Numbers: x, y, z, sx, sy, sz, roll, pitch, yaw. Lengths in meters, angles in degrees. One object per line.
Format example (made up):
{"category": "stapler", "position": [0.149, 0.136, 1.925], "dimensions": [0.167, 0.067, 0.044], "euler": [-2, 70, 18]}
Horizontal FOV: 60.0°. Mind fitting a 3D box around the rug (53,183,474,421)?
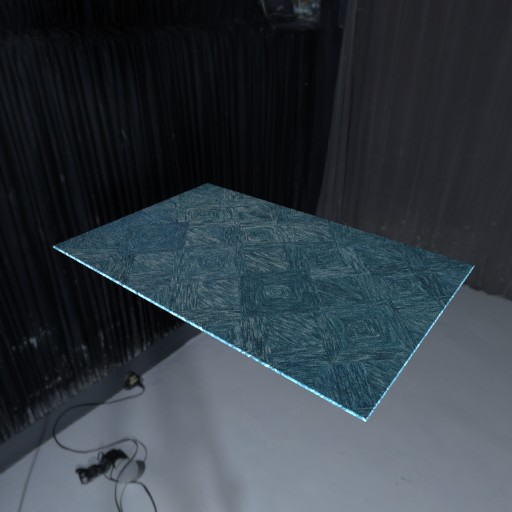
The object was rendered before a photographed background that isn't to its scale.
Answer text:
{"category": "rug", "position": [0.000, 0.000, 2.852], "dimensions": [2.277, 0.015, 1.490], "euler": [22, 37, 32]}
